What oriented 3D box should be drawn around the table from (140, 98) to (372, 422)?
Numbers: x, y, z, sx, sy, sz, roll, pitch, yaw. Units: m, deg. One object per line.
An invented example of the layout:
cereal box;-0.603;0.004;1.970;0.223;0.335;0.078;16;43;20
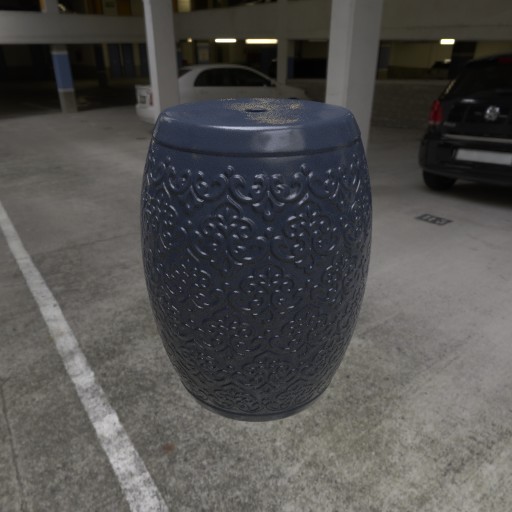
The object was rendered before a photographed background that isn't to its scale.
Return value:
table;0.000;0.000;0.623;0.309;0.397;0.309;0;26;0
